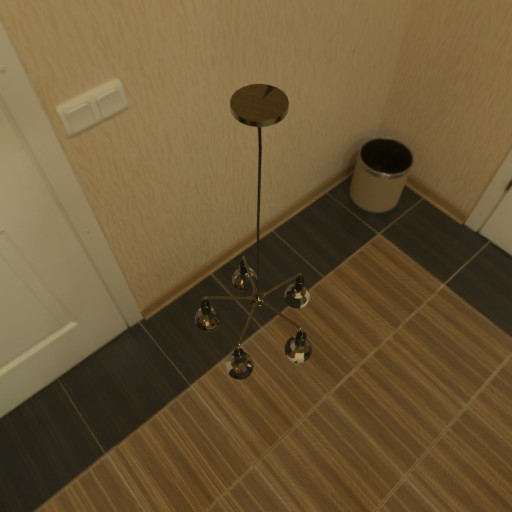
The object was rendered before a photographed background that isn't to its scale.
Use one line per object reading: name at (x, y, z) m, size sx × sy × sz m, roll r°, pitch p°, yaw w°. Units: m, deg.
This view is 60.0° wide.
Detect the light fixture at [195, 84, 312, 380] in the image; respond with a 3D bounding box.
light fixture at (0.000, 0.000, 1.228) m, size 0.438 × 0.988 × 0.421 m, roll 17°, pitch 58°, yaw 11°
